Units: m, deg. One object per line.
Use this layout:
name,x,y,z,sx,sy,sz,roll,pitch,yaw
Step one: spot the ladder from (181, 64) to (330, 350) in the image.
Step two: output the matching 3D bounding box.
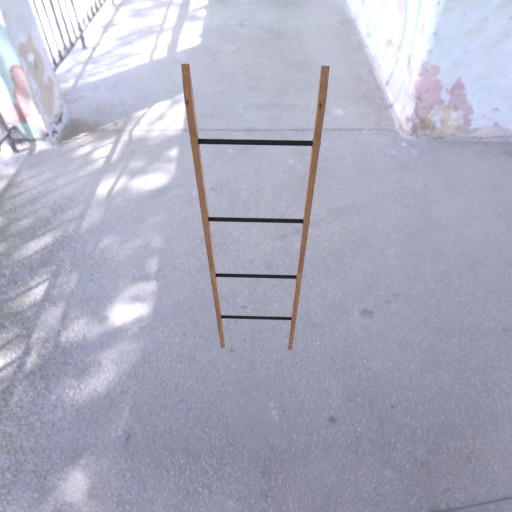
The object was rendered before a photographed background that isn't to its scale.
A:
ladder,0.000,0.000,2.014,0.442,1.805,0.200,1,47,1
